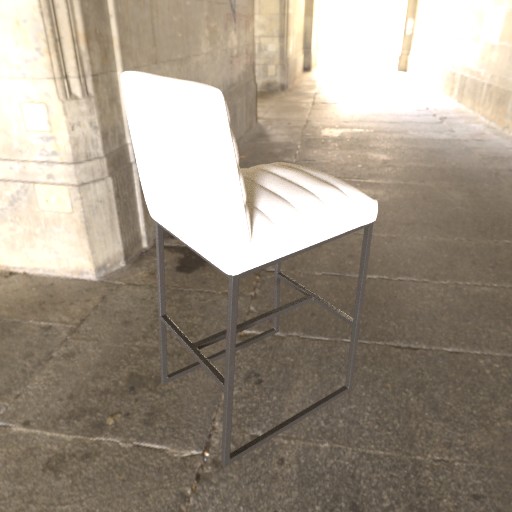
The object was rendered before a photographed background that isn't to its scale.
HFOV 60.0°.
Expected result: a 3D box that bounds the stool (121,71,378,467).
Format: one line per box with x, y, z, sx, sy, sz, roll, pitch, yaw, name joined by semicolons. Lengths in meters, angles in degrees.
0.000;0.000;1.367;0.573;1.061;0.464;-18;33;-31;stool
